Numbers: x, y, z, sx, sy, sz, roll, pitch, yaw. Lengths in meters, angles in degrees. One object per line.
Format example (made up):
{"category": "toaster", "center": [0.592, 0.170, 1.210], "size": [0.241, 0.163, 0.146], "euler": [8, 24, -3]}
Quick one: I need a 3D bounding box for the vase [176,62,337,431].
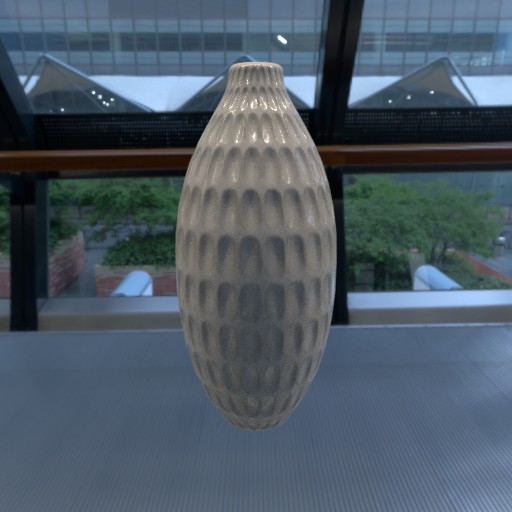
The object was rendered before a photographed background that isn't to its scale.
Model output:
{"category": "vase", "center": [0.000, 0.000, 0.354], "size": [0.127, 0.282, 0.127], "euler": [0, 15, 0]}
